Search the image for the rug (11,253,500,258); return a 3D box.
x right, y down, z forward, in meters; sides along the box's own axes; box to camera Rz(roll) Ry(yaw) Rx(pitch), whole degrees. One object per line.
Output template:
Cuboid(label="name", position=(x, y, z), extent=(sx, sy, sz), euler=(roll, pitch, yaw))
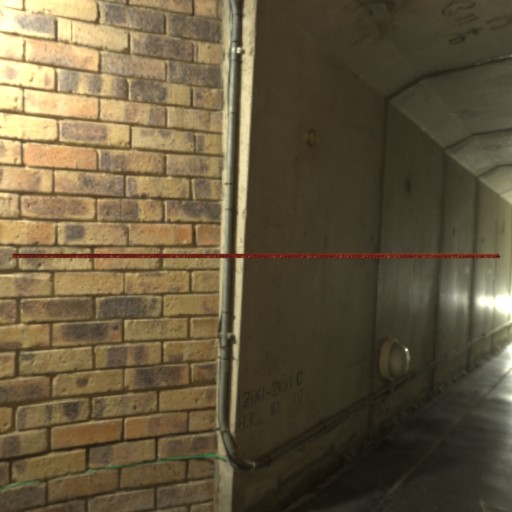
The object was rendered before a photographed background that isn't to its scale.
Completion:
Cuboid(label="rug", position=(0.000, 0.000, 2.263), extent=(1.835, 0.018, 1.230), euler=(0, 0, 0))
